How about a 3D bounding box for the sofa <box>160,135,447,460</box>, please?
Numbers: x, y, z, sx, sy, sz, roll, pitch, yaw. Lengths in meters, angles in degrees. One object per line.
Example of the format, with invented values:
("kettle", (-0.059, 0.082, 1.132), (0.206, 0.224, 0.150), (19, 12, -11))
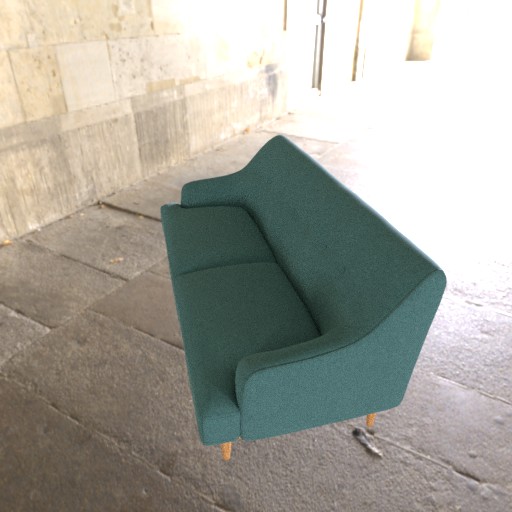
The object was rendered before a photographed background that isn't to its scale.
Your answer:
("sofa", (0.000, 0.000, 2.558), (0.978, 0.871, 2.057), (-7, 31, -13))
